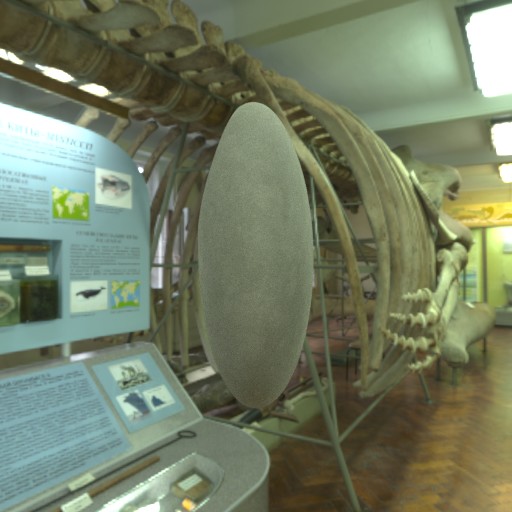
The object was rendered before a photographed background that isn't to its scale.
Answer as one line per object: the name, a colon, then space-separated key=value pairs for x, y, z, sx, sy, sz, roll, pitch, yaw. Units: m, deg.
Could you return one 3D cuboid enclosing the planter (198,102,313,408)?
planter: x=0.000 y=0.000 z=0.288 sx=0.071 sy=0.188 sz=0.185 roll=0 pitch=0 yaw=0
